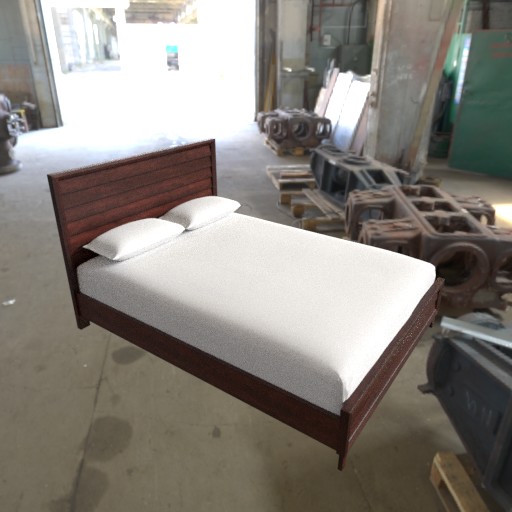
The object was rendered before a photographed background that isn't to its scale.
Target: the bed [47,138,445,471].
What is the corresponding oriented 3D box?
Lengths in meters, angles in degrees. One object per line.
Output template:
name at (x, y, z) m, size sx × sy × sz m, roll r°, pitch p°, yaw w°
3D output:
bed at (0.000, 0.000, 3.947) m, size 2.803 × 1.492 × 2.040 m, roll 17°, pitch 30°, yaw 32°
